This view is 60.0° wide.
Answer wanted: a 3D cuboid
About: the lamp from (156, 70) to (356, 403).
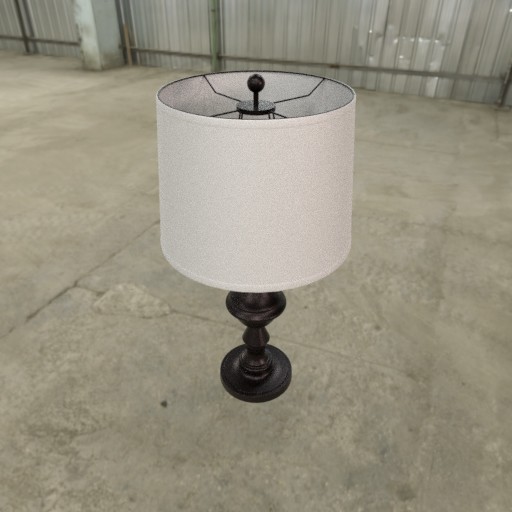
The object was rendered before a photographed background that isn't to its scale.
[{"bbox_3d":[0.000,0.000,0.936,0.383,0.726,0.383,0,34,0],"label":"lamp"}]
